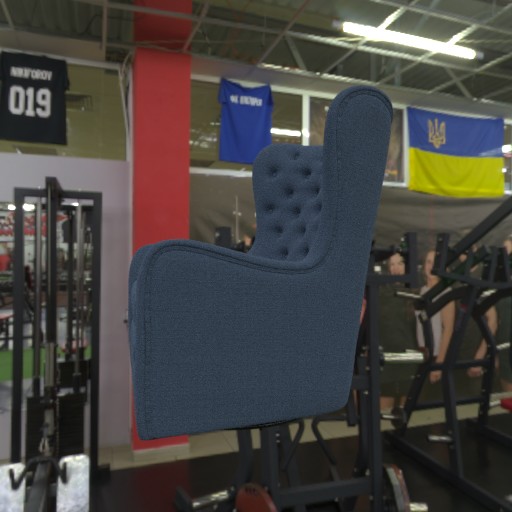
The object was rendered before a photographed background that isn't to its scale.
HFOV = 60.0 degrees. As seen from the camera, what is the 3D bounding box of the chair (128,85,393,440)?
[{"bbox_3d":[0.000,0.000,1.699,0.930,1.079,0.831,0,0,-17],"label":"chair"}]
